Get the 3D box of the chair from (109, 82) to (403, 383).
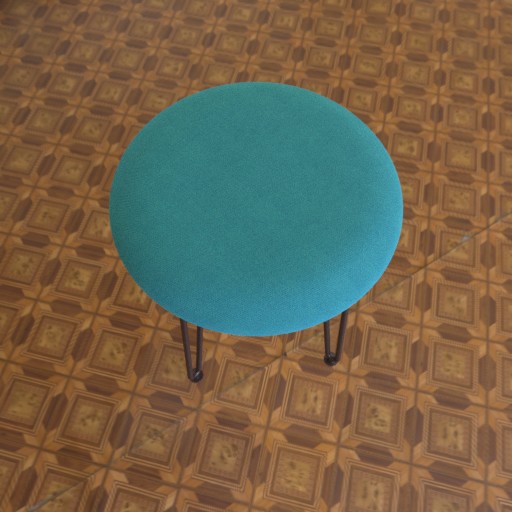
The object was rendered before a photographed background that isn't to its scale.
[{"bbox_3d":[0.000,0.000,0.689,0.350,0.430,0.350,-17,65,-8],"label":"chair"}]
